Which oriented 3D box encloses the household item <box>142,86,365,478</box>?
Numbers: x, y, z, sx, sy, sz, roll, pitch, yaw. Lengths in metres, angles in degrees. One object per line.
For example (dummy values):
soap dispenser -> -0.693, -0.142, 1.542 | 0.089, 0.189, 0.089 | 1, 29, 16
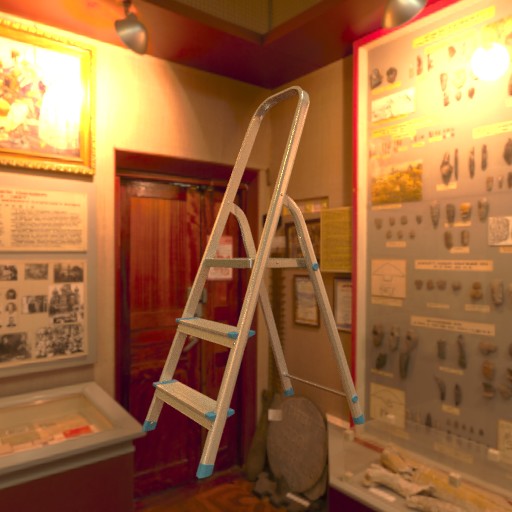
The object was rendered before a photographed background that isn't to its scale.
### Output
household item -> 0.000, 0.000, 1.577 | 0.687, 1.215, 0.420 | 0, 0, -36
